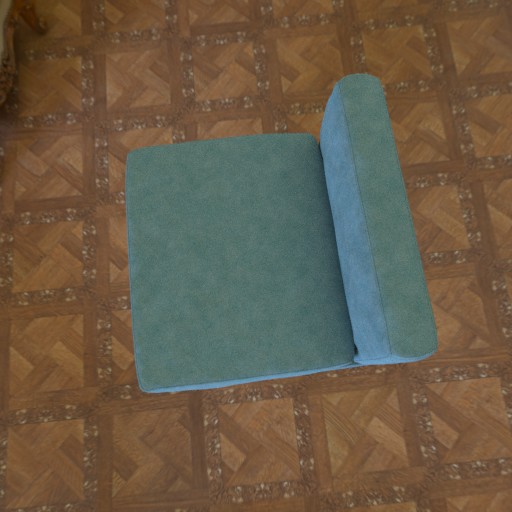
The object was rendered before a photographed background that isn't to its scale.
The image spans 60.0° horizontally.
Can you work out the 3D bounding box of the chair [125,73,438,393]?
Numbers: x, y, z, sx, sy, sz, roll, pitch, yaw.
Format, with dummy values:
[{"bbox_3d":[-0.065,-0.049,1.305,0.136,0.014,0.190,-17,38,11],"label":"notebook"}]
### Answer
[{"bbox_3d":[0.000,0.000,1.254,0.685,0.660,0.684,-7,76,-2],"label":"chair"}]
